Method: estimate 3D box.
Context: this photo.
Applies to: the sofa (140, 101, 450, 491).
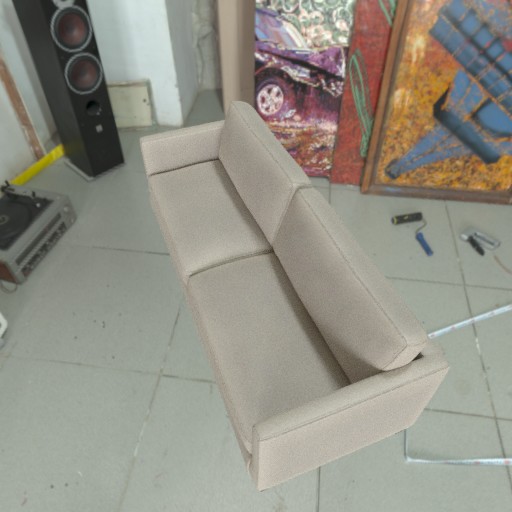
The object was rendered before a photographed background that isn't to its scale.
[{"bbox_3d":[0.000,0.000,2.766,0.951,0.968,2.361,-16,49,-15],"label":"sofa"}]
